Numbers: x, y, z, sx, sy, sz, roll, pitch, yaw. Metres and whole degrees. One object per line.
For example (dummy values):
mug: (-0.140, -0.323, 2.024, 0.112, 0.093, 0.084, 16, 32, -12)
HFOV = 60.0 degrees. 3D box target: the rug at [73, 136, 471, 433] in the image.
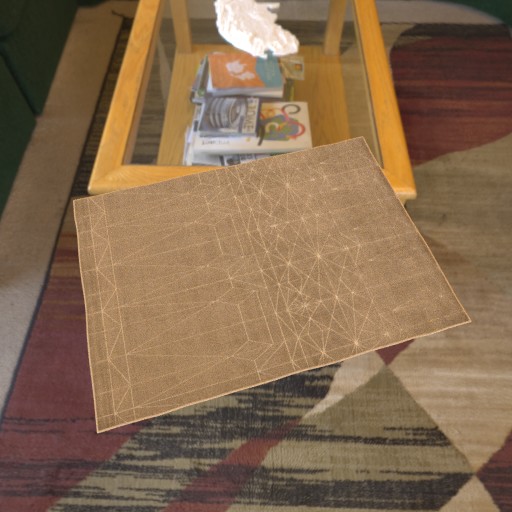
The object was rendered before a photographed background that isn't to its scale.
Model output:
rug: (0.000, 0.000, 4.369, 3.357, 0.019, 2.449, -14, 60, -8)
